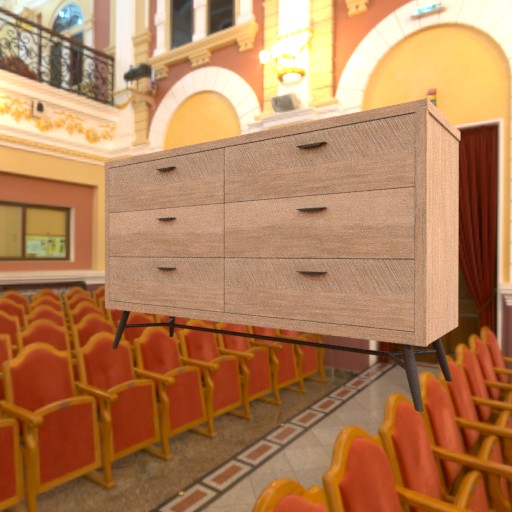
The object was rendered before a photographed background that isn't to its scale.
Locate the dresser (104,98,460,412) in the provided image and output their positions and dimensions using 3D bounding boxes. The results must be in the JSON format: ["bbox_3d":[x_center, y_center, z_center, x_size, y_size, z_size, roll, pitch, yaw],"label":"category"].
[{"bbox_3d":[0.000,0.000,1.894,1.524,0.914,0.457,0,0,36],"label":"dresser"}]
